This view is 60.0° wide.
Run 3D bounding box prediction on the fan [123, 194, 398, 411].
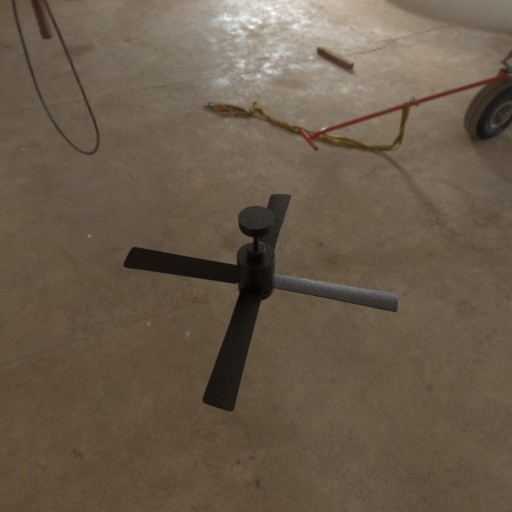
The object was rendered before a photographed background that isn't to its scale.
[{"bbox_3d":[0.000,0.000,2.313,1.525,0.534,1.525,10,47,9],"label":"fan"}]
